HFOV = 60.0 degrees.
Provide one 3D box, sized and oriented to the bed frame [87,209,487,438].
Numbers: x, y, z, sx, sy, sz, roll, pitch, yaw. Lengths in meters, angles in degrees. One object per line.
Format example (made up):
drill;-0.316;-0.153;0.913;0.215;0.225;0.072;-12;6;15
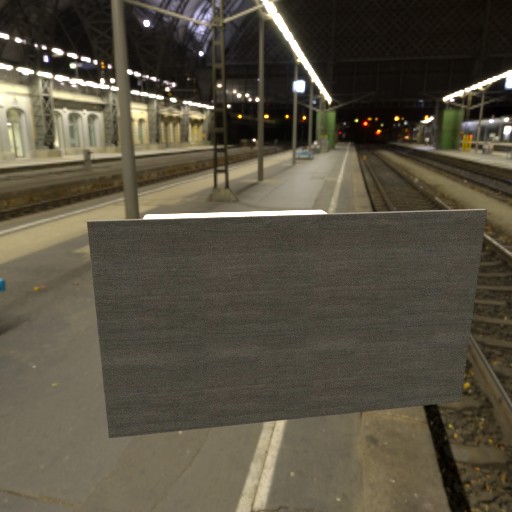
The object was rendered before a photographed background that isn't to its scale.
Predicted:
bed frame;0.000;0.000;2.520;1.400;0.800;1.900;-3;15;-9
